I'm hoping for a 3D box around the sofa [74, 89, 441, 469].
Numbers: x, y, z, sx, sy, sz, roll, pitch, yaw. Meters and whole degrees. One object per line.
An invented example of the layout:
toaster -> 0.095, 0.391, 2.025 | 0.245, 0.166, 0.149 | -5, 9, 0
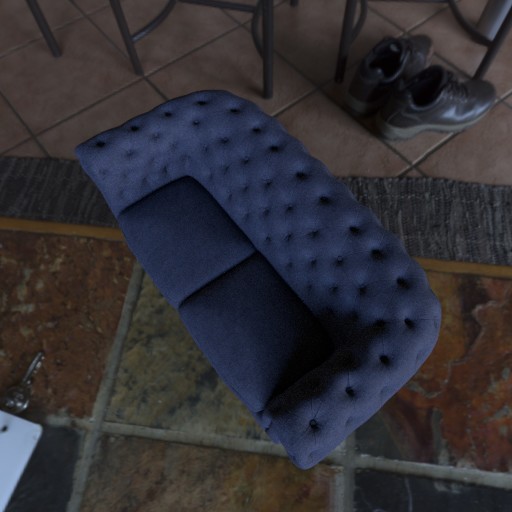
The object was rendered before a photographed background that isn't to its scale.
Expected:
sofa -> 0.000, 0.000, 2.477 | 1.082, 0.833, 1.988 | -34, 68, -16
